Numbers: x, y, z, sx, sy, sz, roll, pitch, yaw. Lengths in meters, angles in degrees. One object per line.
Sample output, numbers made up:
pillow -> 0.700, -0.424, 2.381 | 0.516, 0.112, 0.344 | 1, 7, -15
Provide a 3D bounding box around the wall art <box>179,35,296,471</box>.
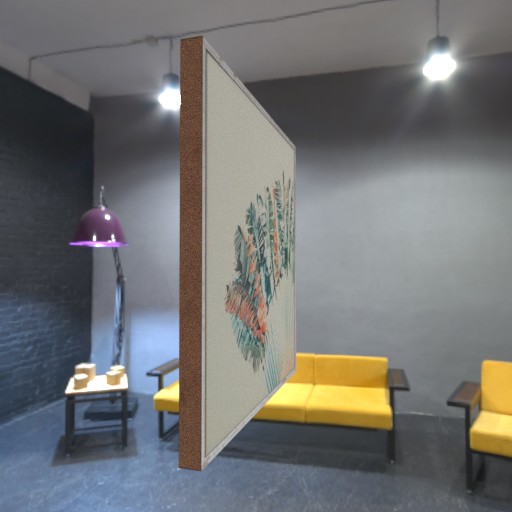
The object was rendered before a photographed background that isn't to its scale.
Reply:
wall art -> 0.000, 0.000, 0.761 | 0.029, 0.506, 0.508 | 0, -1, 17
